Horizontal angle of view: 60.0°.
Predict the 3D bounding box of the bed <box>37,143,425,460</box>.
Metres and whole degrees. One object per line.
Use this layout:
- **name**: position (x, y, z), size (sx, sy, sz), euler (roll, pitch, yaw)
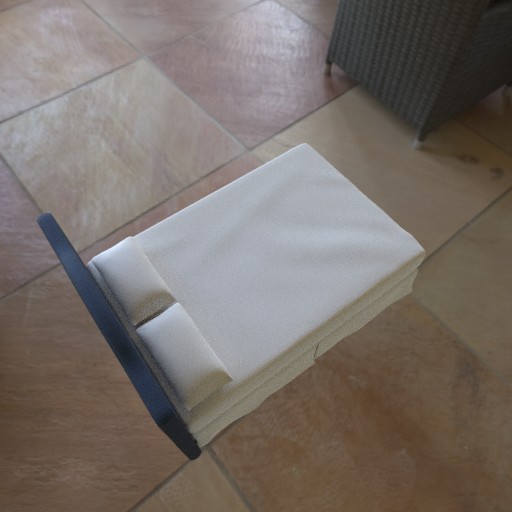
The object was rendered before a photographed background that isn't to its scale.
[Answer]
- **bed**: position (0.000, 0.000, 3.571), size (2.507, 1.441, 1.741), euler (-32, 64, -18)
